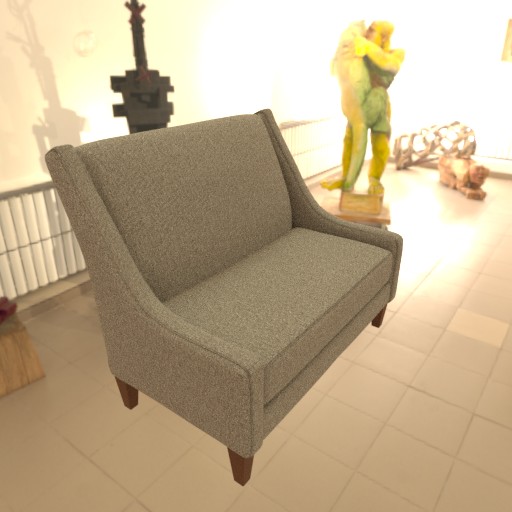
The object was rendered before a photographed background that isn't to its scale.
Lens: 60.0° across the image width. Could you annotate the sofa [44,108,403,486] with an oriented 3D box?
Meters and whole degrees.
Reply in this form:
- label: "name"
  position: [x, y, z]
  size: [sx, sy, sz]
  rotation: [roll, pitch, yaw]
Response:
- label: "sofa"
  position: [0.000, 0.000, 1.872]
  size: [0.862, 1.026, 1.242]
  rotation: [18, 31, 33]
